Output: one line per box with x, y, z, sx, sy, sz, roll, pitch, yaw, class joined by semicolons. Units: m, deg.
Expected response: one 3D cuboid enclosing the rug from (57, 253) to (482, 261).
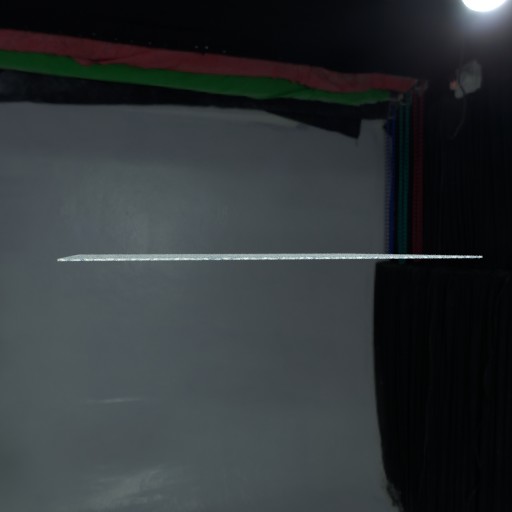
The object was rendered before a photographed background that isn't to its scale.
0.000;0.000;2.359;1.824;0.008;1.220;0;1;-19;rug
